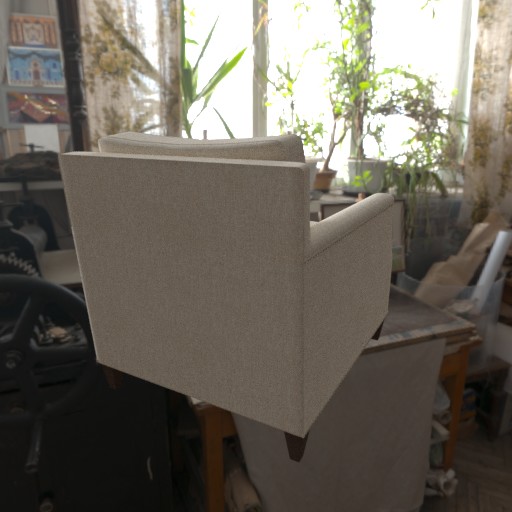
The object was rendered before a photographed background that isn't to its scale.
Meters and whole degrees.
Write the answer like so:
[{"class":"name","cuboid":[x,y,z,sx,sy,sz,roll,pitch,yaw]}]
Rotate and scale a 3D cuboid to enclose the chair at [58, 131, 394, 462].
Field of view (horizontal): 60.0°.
[{"class":"chair","cuboid":[0.000,0.000,1.724,0.838,0.940,1.041,9,19,28]}]
